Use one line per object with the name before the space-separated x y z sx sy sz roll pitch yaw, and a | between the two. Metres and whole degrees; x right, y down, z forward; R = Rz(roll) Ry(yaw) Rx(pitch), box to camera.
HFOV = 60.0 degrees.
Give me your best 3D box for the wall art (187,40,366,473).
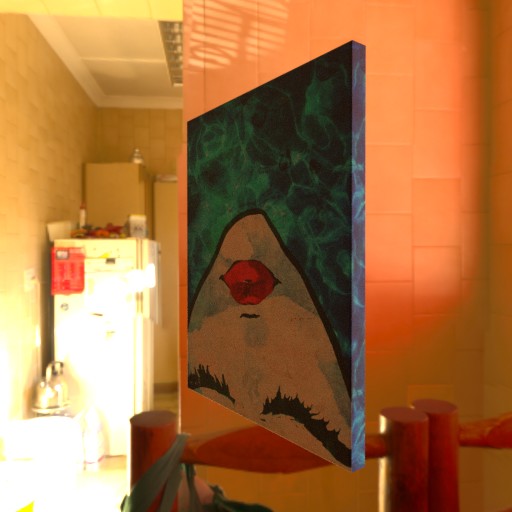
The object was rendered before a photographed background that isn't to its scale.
wall art | 0.000 0.000 1.032 0.038 0.760 0.609 0 1 -37
